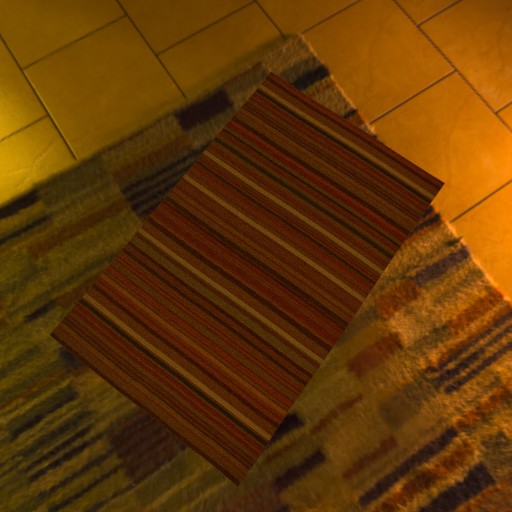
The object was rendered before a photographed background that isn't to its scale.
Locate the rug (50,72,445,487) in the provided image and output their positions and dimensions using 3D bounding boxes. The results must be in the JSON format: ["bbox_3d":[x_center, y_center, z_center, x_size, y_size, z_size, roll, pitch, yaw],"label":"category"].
[{"bbox_3d":[0.000,0.000,2.995,1.523,0.008,2.438,36,79,8],"label":"rug"}]
